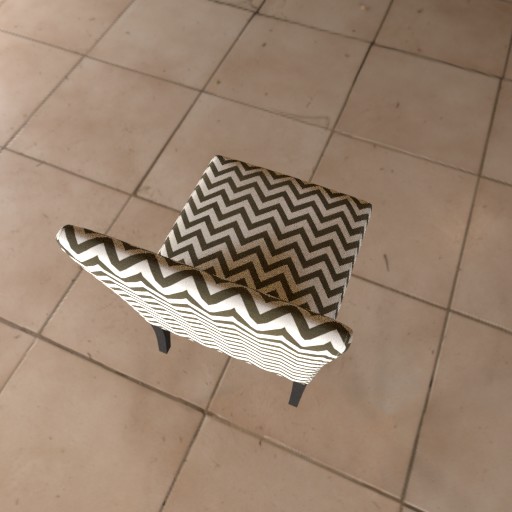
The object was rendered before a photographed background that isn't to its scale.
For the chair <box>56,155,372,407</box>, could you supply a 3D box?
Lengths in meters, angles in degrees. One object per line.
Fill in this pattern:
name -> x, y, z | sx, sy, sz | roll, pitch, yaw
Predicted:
chair -> 0.000, 0.000, 1.296 | 0.589, 0.838, 0.648 | 19, 64, 10
